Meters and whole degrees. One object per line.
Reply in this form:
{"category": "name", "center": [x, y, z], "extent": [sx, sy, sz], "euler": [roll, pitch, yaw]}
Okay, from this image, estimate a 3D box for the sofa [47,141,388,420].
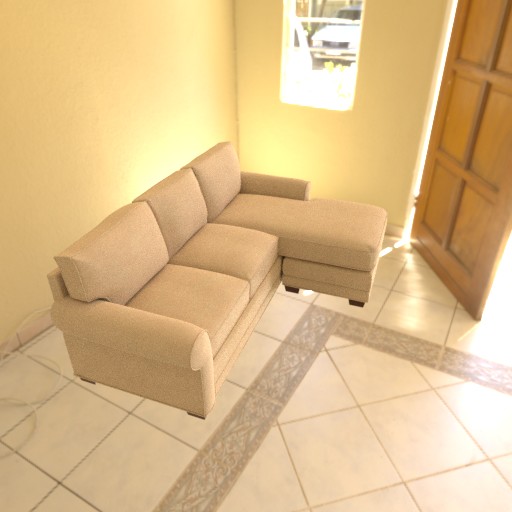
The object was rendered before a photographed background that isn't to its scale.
{"category": "sofa", "center": [0.000, 0.000, 2.379], "extent": [1.226, 0.734, 1.770], "euler": [11, 33, 17]}
